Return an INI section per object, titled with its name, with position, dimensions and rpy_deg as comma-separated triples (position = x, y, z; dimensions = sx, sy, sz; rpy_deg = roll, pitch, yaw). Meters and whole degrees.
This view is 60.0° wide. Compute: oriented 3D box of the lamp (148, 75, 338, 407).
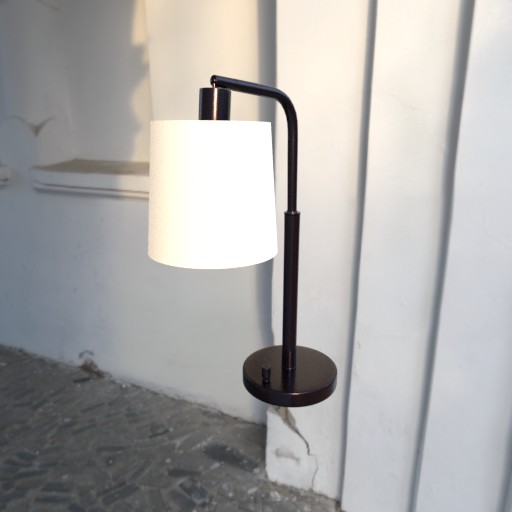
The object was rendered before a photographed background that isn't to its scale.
[lamp]
position = 0.000, 0.000, 0.657
dimensions = 0.171, 0.489, 0.333
rpy_deg = 15, 22, 43
